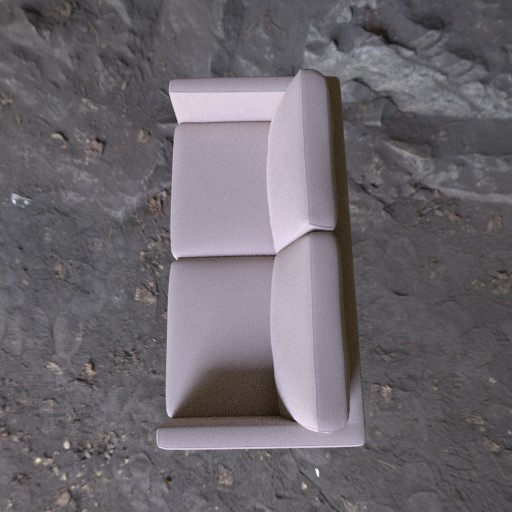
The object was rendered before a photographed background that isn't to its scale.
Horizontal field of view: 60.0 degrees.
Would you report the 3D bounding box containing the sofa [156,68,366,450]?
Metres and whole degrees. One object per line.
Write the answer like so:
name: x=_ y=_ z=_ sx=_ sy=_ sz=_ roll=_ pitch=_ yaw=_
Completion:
sofa: x=0.000 y=0.000 z=2.215 sx=0.873 sy=0.888 sz=1.722 roll=-1 pitch=76 yaw=0
